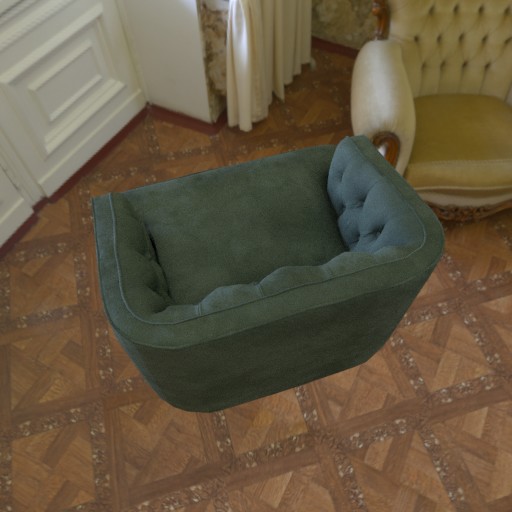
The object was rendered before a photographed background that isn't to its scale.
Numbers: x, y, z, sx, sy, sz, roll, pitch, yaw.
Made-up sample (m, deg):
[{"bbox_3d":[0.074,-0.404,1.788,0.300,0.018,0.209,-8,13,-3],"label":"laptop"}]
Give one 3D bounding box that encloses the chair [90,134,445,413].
[{"bbox_3d":[0.000,0.000,1.764,1.104,0.852,0.941,-15,59,-9],"label":"chair"}]
